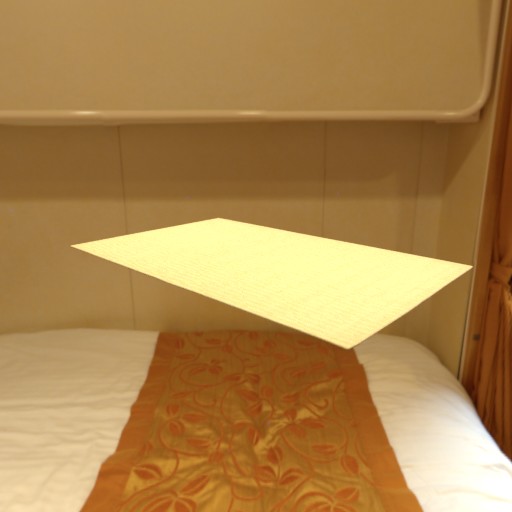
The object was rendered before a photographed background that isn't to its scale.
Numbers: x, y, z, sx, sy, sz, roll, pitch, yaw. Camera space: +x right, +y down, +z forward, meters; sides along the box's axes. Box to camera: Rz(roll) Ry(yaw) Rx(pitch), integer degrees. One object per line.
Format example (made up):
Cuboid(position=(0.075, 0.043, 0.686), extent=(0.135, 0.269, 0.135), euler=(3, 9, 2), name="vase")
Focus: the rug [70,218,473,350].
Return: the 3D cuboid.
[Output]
Cuboid(position=(0.000, 0.000, 3.111), extent=(2.441, 0.014, 1.531), euler=(14, 21, 41), name="rug")
